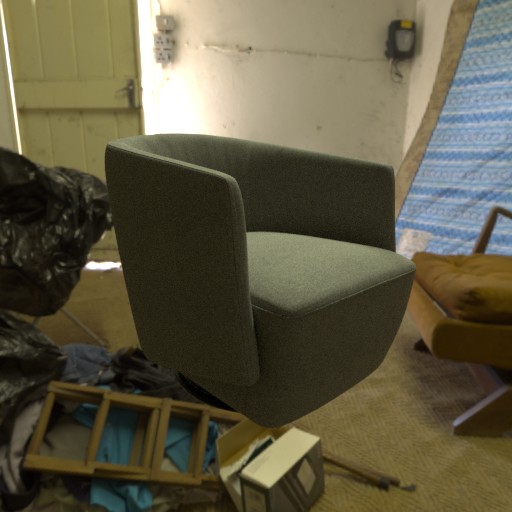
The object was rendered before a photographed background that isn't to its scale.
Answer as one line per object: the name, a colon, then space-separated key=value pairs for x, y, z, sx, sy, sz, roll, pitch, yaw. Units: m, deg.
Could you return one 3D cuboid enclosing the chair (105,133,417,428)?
chair: x=0.000 y=0.000 z=1.597 sx=0.822 sy=0.861 sz=0.986 roll=-14 pitch=20 yaw=-42
